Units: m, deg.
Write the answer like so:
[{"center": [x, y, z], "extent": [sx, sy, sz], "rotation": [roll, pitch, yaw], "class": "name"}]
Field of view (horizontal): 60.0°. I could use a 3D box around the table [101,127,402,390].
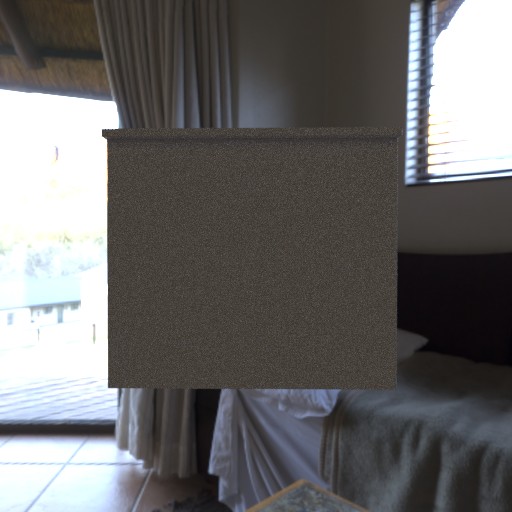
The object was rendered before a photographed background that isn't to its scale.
[{"center": [0.000, 0.000, 1.238], "extent": [0.500, 0.441, 1.000], "rotation": [0, 1, 1], "class": "table"}]
